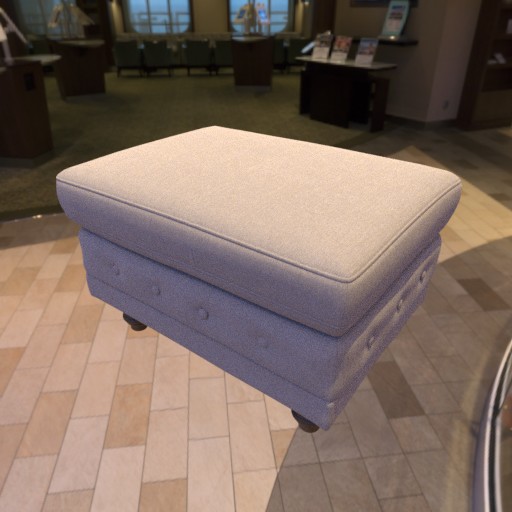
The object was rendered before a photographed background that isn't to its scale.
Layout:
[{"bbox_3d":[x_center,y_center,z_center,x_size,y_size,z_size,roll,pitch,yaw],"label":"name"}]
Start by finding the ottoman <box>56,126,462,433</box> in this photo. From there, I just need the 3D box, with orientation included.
[{"bbox_3d":[0.000,0.000,1.113,0.771,0.500,0.569,21,35,32],"label":"ottoman"}]
